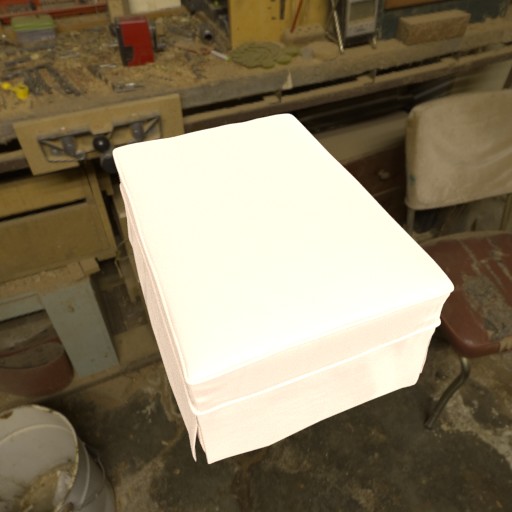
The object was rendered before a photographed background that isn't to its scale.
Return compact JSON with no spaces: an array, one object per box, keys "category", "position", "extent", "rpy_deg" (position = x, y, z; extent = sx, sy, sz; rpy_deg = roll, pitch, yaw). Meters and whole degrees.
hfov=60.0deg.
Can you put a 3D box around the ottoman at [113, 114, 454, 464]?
[{"category":"ottoman","position":[0.000,0.000,1.354],"extent":[0.703,0.479,0.944],"rpy_deg":[-16,48,-15]}]
